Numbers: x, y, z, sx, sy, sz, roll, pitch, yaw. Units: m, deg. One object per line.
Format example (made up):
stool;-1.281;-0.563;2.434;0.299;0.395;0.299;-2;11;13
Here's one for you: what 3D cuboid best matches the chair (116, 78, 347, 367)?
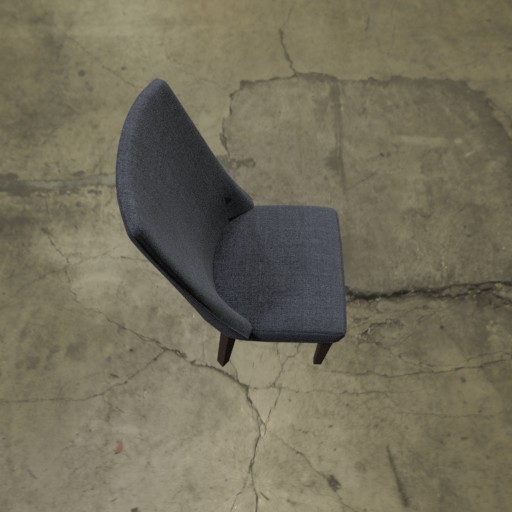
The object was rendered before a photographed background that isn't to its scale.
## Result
chair;0.000;0.000;1.386;0.577;1.050;0.510;1;63;1
